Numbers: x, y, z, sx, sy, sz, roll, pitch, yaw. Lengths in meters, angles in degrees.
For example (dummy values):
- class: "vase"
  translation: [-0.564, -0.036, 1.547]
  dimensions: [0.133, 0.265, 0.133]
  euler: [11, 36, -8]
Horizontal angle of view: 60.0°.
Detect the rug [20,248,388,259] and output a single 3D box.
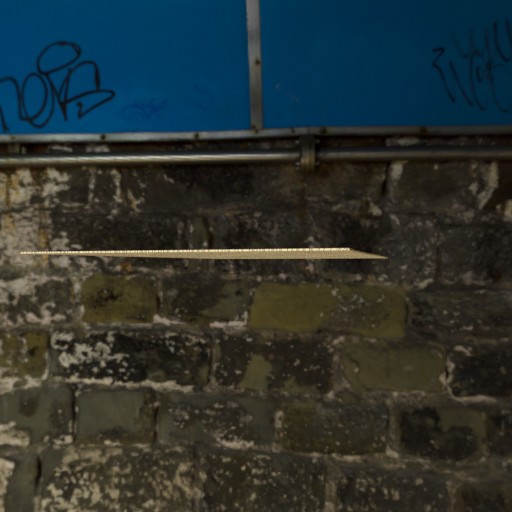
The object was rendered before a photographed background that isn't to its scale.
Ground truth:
- class: "rug"
  translation: [0.000, 0.000, 2.873]
  dimensions: [1.522, 0.008, 2.284]
  euler: [0, -1, 20]
